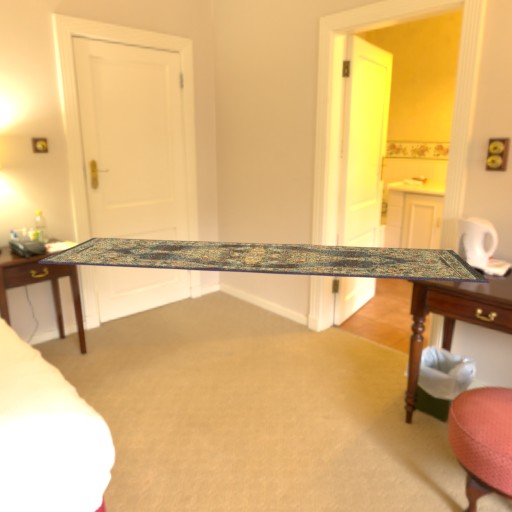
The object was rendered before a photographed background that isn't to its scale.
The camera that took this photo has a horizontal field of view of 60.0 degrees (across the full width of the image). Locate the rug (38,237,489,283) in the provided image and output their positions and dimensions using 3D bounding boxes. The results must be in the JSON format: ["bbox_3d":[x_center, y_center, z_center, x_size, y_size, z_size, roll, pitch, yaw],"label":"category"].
[{"bbox_3d":[0.000,0.000,2.505,2.283,0.016,0.602,2,15,8],"label":"rug"}]
